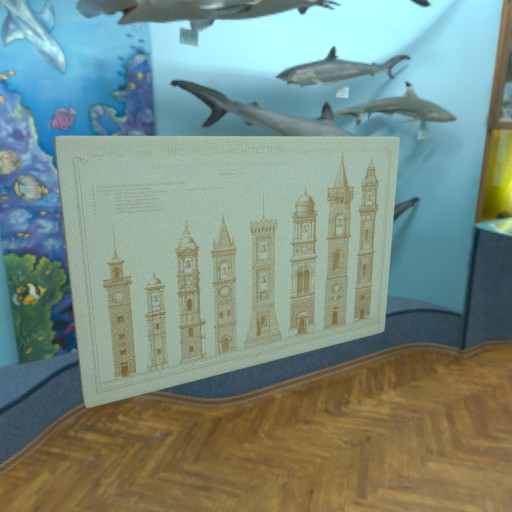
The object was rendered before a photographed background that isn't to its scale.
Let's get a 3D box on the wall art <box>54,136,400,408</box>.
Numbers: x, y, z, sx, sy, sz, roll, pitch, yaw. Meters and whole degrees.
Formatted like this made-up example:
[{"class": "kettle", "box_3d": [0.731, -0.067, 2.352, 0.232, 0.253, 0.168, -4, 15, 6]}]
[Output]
[{"class": "wall art", "box_3d": [0.000, 0.000, 0.487, 0.380, 0.254, 0.019, -8, 17, -27]}]
